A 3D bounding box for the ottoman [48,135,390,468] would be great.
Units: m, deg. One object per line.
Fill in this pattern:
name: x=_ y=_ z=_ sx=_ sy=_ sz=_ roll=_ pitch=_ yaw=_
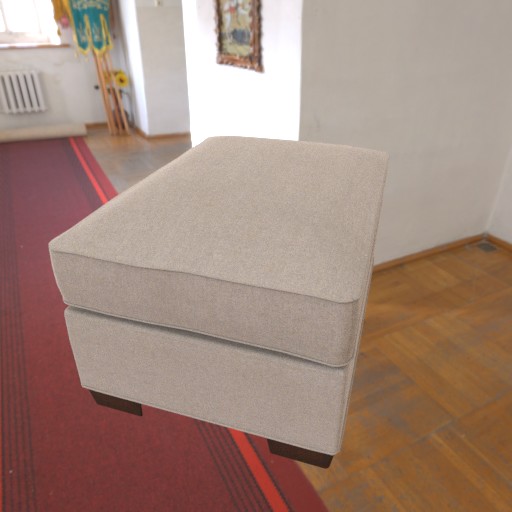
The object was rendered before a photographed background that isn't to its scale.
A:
ottoman: x=0.000 y=0.000 z=1.218 sx=0.617 sy=0.503 sz=0.846 roll=9 pitch=32 yaw=15
